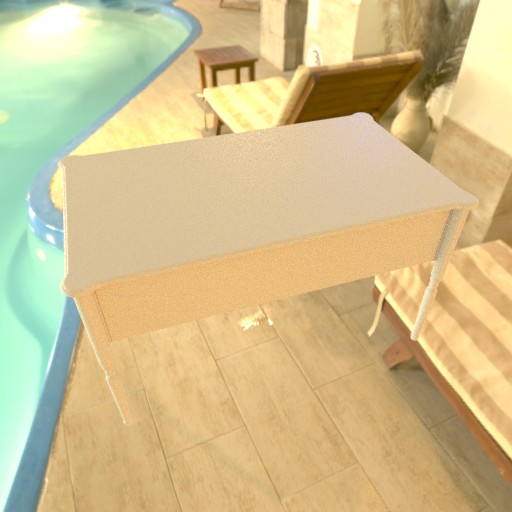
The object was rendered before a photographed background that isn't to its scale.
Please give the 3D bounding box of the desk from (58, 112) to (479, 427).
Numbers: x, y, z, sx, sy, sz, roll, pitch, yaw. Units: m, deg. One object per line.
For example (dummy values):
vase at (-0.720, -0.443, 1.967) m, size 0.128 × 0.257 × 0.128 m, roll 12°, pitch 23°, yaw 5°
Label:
desk at (0.000, 0.000, 1.873) m, size 1.380 × 0.762 × 0.807 m, roll -13°, pitch 42°, yaw -14°
